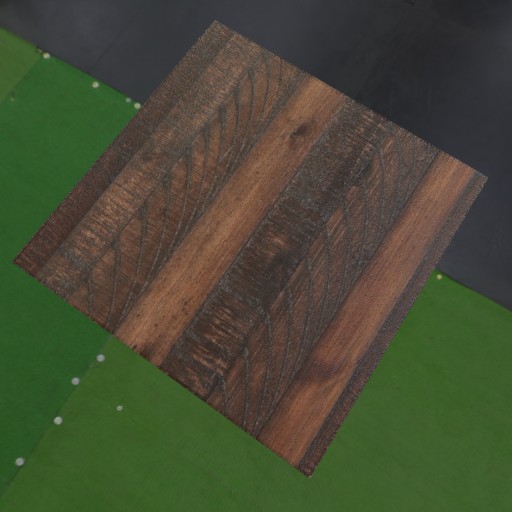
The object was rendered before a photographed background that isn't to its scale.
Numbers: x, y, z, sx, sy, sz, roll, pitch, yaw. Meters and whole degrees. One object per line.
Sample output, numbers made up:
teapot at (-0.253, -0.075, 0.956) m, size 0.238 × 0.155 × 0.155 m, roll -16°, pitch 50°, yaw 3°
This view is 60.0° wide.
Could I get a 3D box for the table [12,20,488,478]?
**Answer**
table at (0.000, 0.000, 0.944) m, size 0.553 × 0.482 × 0.548 m, roll 33°, pitch 78°, yaw 8°
